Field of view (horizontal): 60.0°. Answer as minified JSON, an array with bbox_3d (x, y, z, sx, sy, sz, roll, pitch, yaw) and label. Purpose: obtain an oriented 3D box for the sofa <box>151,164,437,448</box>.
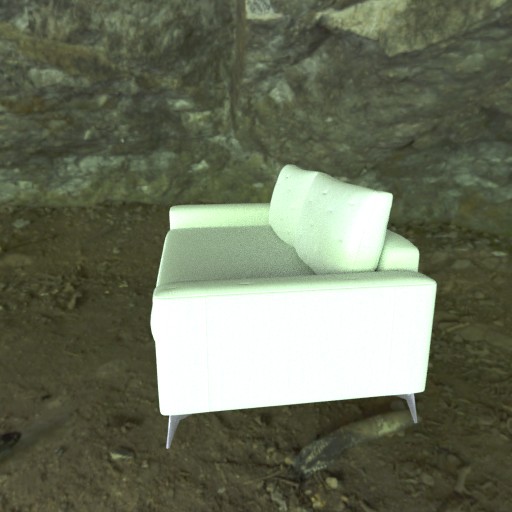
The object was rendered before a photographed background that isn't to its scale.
[{"bbox_3d":[0.000,0.000,2.137,0.920,0.790,1.650,-2,16,-8],"label":"sofa"}]
